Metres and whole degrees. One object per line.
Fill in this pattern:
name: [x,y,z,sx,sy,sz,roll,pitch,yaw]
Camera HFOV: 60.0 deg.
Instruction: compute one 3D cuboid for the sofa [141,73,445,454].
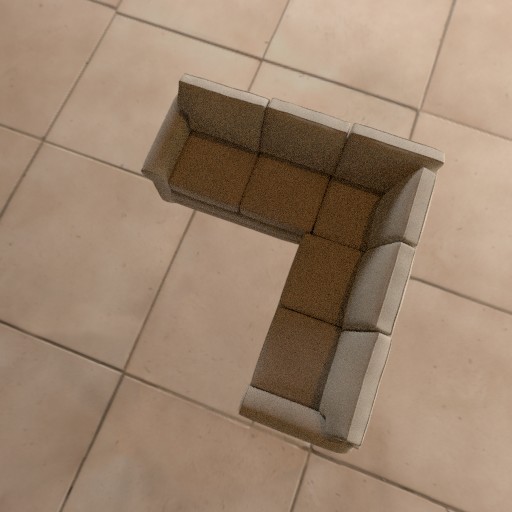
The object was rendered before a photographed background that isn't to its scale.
sofa: [0.000,0.000,3.890,2.487,1.054,2.569,19,76,5]
